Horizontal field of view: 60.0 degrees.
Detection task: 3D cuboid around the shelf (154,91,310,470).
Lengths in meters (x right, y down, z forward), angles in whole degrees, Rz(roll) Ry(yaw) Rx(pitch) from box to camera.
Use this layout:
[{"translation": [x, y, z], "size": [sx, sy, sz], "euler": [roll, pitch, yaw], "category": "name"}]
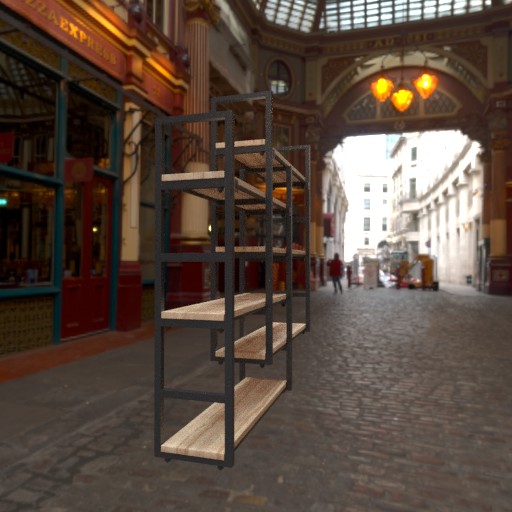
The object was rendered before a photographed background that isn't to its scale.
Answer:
[{"translation": [0.000, 0.000, 1.408], "size": [0.183, 0.921, 0.946], "euler": [0, -1, 17], "category": "shelf"}]
